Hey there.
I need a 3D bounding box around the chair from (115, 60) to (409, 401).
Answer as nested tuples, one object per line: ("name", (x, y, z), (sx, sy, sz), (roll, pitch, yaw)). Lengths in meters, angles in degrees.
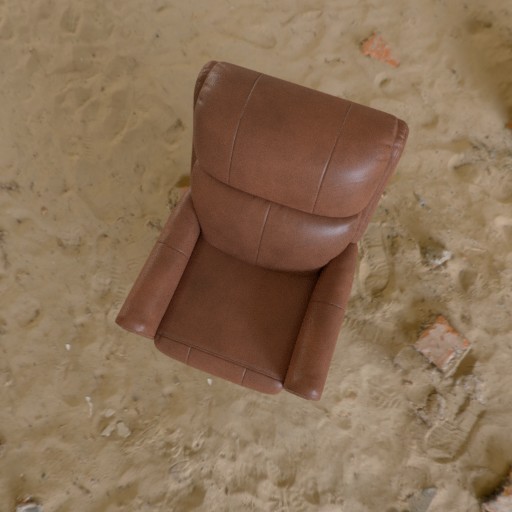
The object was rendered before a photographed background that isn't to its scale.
("chair", (0.000, 0.000, 1.823), (0.838, 1.054, 1.014), (20, 76, 5))
